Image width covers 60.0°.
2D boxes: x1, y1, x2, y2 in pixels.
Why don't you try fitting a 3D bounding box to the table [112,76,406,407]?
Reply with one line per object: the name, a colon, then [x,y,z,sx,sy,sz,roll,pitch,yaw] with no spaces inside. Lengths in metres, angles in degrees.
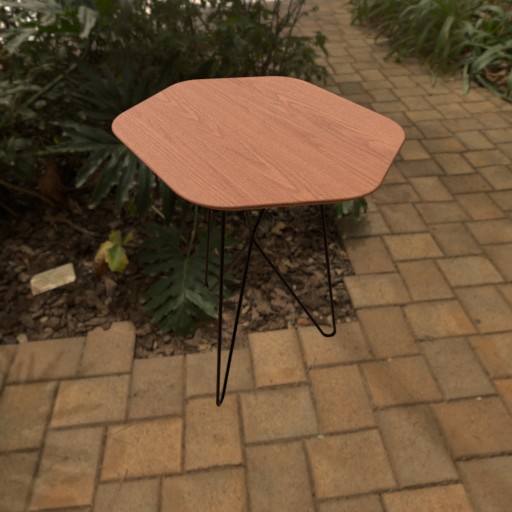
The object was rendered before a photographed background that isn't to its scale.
table: [0.000,0.000,0.906,0.400,0.562,0.500,-25,46,-26]
